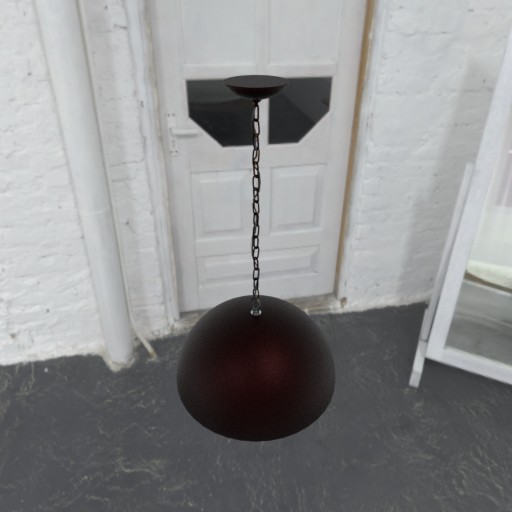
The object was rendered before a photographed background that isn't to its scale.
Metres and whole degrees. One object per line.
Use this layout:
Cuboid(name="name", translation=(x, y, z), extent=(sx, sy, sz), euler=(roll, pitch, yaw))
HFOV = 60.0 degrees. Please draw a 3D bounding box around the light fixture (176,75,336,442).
Cuboid(name="light fixture", translation=(0.000, 0.000, 1.164), extent=(0.492, 0.869, 0.492), euler=(-21, 37, -30))
